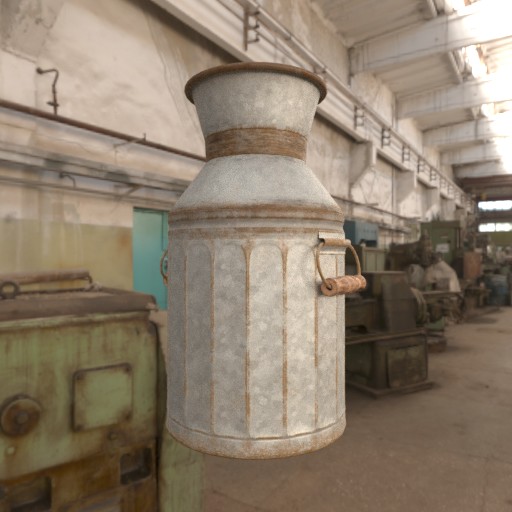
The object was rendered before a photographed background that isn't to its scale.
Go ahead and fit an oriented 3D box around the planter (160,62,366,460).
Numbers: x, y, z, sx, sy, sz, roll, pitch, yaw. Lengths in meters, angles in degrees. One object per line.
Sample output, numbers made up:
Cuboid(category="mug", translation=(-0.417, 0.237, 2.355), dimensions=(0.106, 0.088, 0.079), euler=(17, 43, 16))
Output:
Cuboid(category="planter", translation=(0.000, 0.000, 0.534), dimensions=(0.245, 0.396, 0.214), euler=(0, 1, 34))
